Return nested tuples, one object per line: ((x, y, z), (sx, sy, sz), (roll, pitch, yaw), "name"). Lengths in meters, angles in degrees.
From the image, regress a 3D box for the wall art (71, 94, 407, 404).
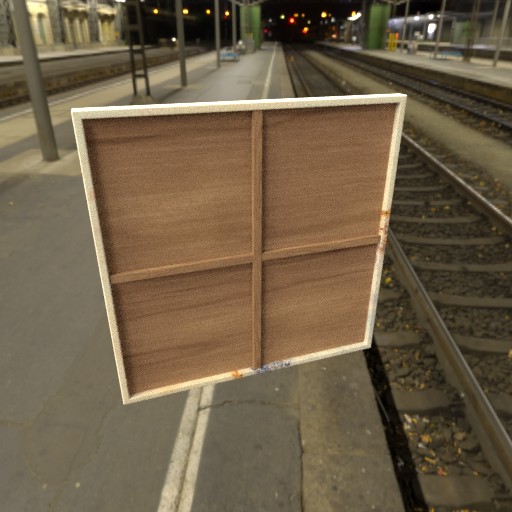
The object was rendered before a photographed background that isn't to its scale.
((0.000, 0.000, 1.337), (0.889, 0.889, 0.038), (-9, 28, -17), "wall art")
